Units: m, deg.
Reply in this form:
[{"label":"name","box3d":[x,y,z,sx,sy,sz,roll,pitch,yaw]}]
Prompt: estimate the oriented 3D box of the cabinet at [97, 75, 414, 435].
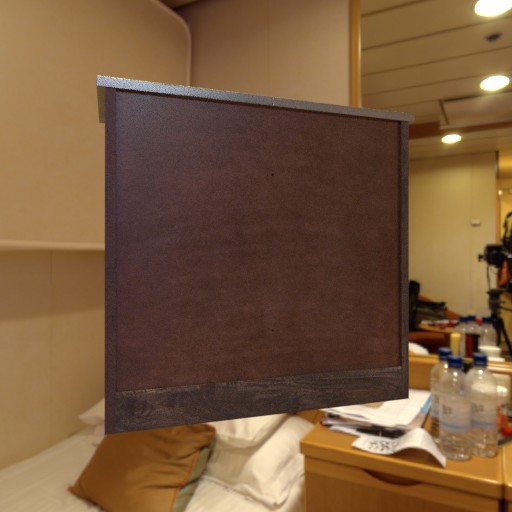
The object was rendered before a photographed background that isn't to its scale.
[{"label":"cabinet","box3d":[0.000,0.000,1.440,0.968,0.919,0.338,0,0,-18]}]
